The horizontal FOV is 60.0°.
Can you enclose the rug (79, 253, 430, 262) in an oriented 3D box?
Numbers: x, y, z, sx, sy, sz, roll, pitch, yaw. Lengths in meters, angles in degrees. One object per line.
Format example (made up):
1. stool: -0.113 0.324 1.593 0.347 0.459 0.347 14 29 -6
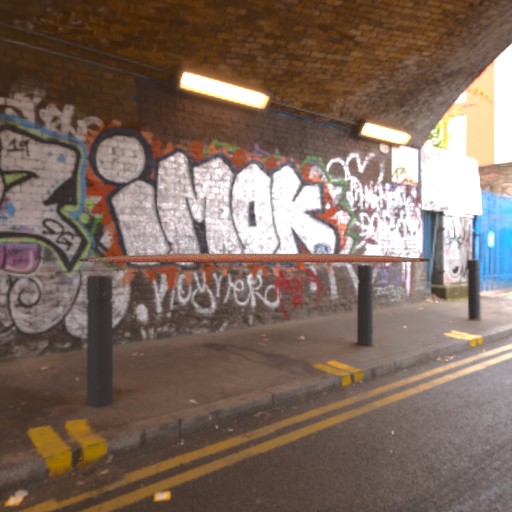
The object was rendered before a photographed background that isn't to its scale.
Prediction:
1. rug: 0.000 0.000 3.003 1.530 0.017 2.446 0 1 1
